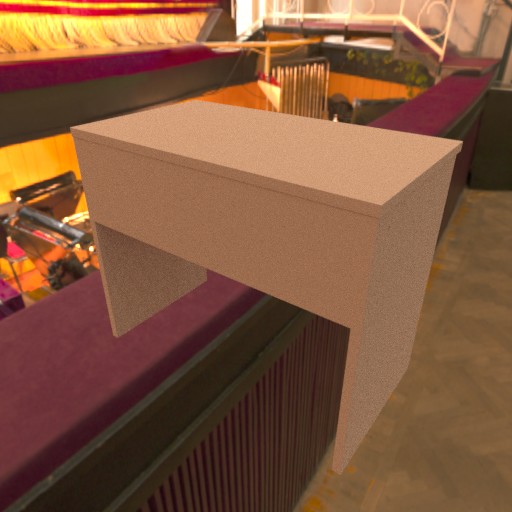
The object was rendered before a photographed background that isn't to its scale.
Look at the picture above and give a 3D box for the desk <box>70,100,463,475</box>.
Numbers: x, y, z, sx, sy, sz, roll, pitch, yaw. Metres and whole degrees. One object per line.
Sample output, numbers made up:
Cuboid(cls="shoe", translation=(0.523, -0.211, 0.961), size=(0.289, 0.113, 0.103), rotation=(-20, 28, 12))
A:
Cuboid(cls="desk", translation=(0.000, 0.000, 1.331), size=(0.900, 0.729, 0.498), rotation=(20, 35, 31))
